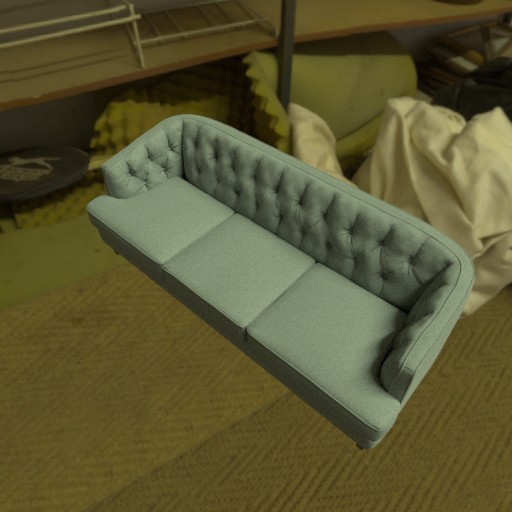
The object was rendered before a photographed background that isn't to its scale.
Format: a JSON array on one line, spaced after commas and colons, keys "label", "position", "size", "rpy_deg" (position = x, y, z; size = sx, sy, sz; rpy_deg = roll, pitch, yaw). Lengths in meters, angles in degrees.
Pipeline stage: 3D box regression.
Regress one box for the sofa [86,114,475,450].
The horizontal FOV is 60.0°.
[{"label": "sofa", "position": [0.000, 0.000, 2.674], "size": [2.278, 0.855, 0.941], "rpy_deg": [33, 55, 27]}]
